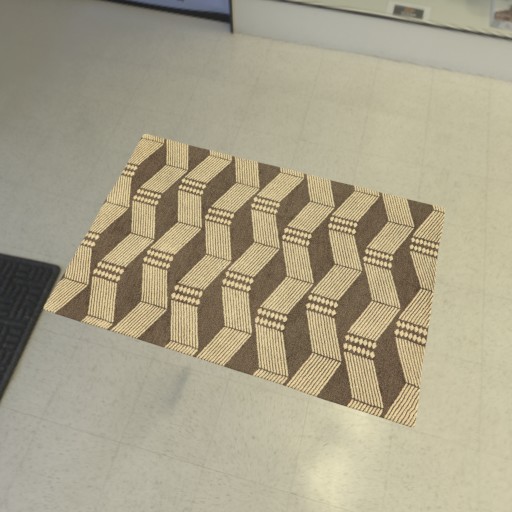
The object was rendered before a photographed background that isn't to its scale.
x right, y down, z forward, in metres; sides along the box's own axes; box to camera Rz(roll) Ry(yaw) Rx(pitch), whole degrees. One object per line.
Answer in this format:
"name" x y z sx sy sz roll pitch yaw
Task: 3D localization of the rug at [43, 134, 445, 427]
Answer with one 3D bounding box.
"rug" 0.000 0.000 2.332 1.833 0.016 1.210 16 63 8
